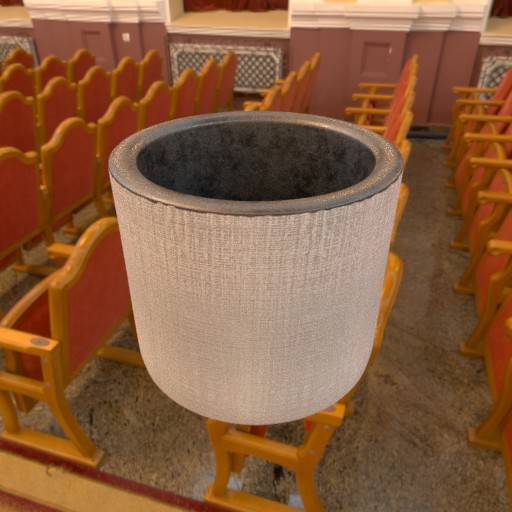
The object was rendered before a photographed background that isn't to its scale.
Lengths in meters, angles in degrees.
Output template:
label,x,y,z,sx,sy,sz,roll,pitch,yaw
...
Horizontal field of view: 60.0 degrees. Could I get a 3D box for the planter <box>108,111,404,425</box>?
label,x,y,z,sx,sy,sz,roll,pitch,yaw
planter,0.000,0.000,0.220,0.125,0.112,0.125,0,32,0
